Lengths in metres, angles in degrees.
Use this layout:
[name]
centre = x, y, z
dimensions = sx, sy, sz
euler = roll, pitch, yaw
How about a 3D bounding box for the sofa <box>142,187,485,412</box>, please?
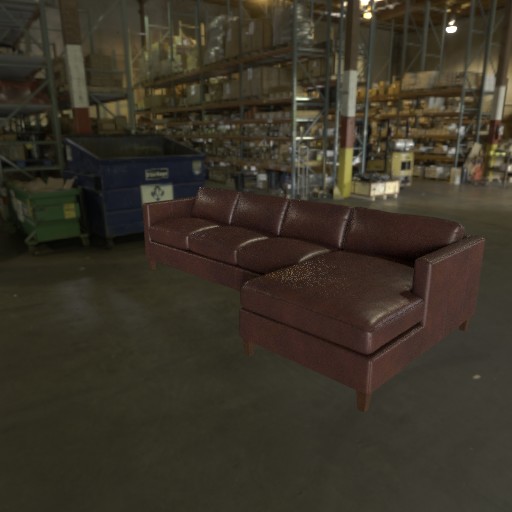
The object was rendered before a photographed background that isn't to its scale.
[sofa]
centre = 0.000, 0.000, 3.875
dimensions = 3.203, 0.883, 1.581
euler = 15, 22, 43
